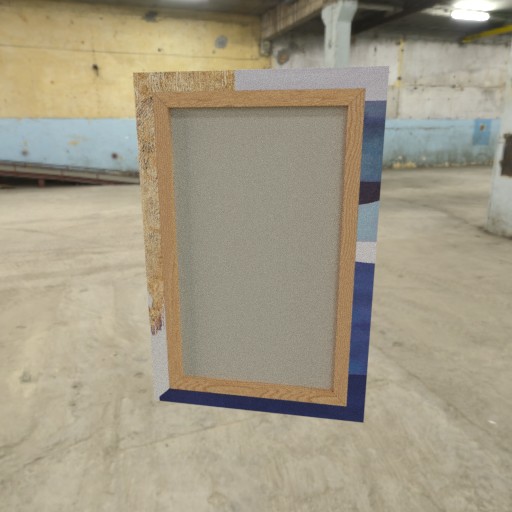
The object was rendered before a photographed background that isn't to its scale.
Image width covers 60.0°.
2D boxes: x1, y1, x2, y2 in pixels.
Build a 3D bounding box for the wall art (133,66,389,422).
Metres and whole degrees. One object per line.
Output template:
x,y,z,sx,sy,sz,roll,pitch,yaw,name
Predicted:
0.000,0.000,1.170,0.607,0.911,0.039,3,15,10,wall art
